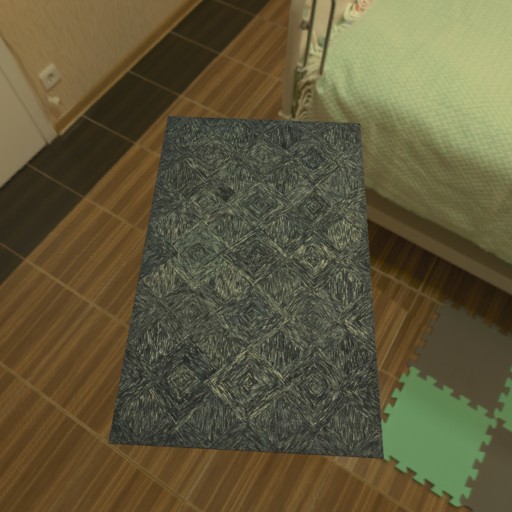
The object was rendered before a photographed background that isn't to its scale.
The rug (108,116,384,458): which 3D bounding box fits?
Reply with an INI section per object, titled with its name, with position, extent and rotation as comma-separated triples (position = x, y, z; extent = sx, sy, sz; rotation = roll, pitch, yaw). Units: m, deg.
[rug]
position = 0.000, 0.000, 2.886
extent = 1.478, 0.017, 2.330
rotation = 3, 64, 1
